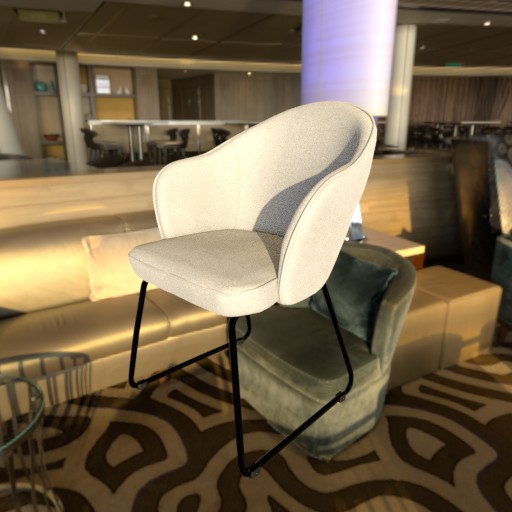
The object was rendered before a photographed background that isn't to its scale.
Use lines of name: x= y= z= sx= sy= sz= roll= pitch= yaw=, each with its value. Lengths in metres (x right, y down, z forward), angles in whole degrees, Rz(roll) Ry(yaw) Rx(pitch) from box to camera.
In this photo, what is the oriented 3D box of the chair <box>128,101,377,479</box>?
chair: x=0.000 y=0.000 z=1.210 sx=0.570 sy=0.817 sz=0.592 roll=16 pitch=23 yaw=42
